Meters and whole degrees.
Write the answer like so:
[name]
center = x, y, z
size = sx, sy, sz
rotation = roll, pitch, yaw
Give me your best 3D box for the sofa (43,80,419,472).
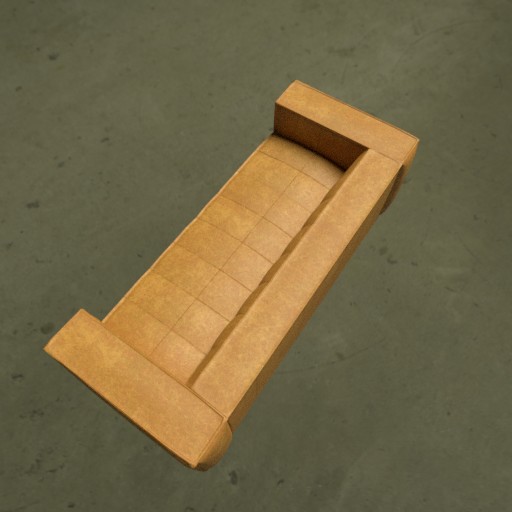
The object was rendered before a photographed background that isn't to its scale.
[sofa]
center = 0.000, 0.000, 3.031
size = 1.102, 0.701, 2.581
rotation = 31, 66, 16
